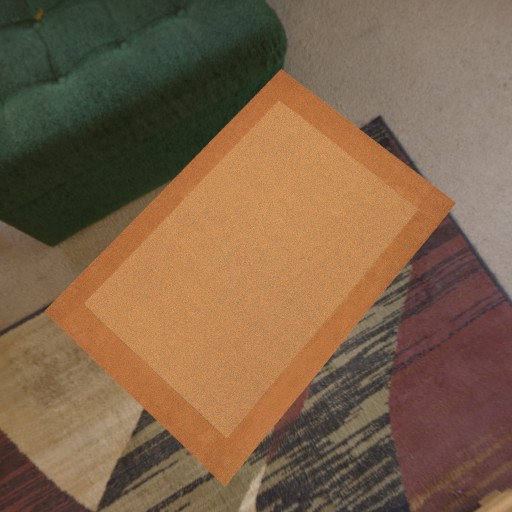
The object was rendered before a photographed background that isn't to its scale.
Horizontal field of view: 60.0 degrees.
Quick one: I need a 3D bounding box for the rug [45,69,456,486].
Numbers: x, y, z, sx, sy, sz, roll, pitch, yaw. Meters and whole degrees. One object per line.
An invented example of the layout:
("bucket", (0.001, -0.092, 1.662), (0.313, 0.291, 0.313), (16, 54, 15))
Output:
("rug", (0.000, 0.000, 2.284), (1.219, 0.014, 1.829), (40, 80, 8))
